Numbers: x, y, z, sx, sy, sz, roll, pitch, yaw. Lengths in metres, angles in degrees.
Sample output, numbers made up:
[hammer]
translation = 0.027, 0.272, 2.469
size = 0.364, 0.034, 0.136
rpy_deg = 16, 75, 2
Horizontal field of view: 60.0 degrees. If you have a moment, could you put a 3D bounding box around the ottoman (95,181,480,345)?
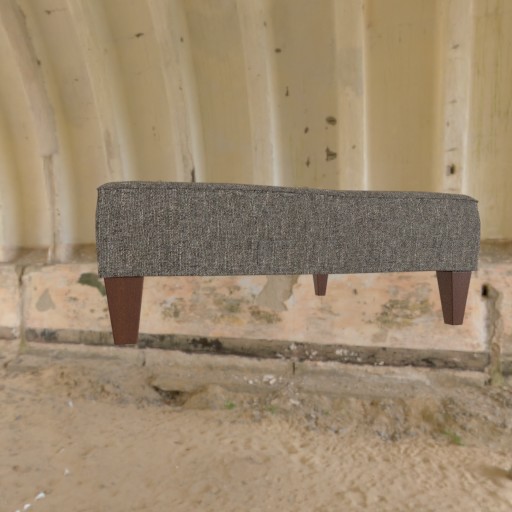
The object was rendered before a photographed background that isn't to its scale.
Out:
[ottoman]
translation = 0.000, 0.000, 1.530
size = 1.016, 0.379, 0.981
rpy_deg = 0, 0, -17
